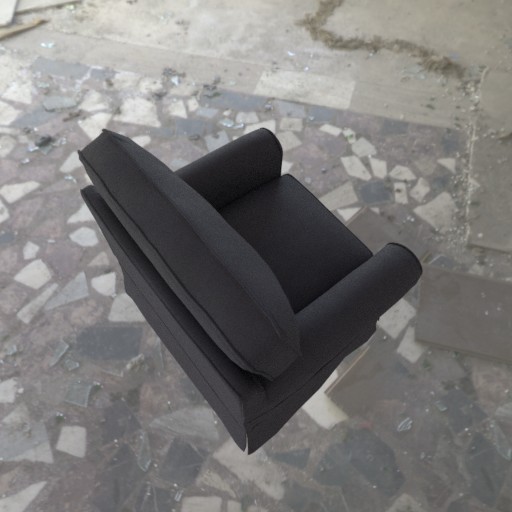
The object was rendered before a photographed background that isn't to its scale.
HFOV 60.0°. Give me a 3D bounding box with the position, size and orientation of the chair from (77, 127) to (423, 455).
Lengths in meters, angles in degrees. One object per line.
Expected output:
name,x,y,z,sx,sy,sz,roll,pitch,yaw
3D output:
chair,0.000,0.000,1.944,1.002,1.140,1.119,-34,64,-19
